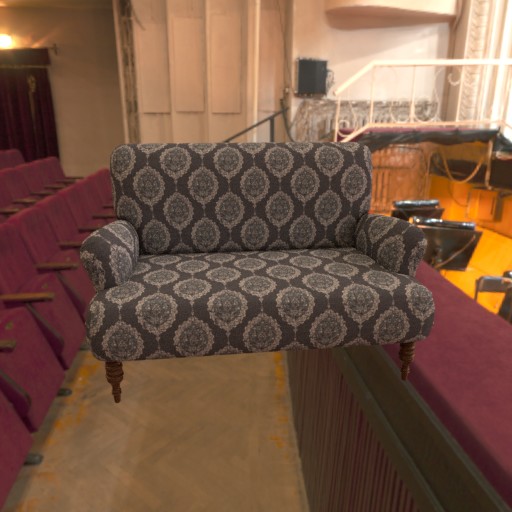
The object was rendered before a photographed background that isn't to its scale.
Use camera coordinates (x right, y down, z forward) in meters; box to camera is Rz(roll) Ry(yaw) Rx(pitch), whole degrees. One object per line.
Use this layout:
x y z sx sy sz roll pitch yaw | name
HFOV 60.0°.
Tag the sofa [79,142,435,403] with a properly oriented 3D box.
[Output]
0.000 0.000 1.814 1.297 0.867 0.779 -2 17 -7 | sofa
